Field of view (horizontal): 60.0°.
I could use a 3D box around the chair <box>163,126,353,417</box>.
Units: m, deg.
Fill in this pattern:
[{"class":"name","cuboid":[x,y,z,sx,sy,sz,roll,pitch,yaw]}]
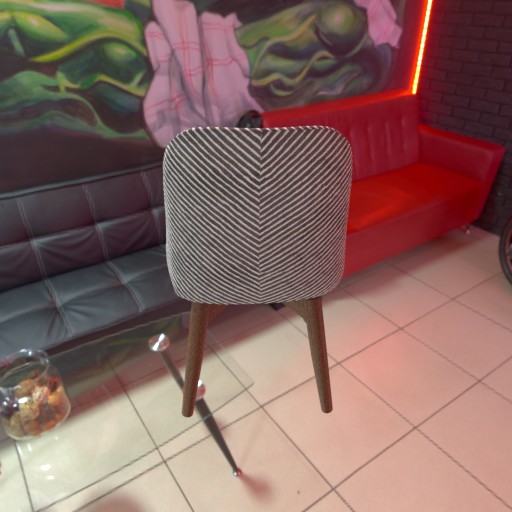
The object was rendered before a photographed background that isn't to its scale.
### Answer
[{"class":"chair","cuboid":[0.000,0.000,1.280,0.504,0.883,0.591,-1,31,-2]}]
